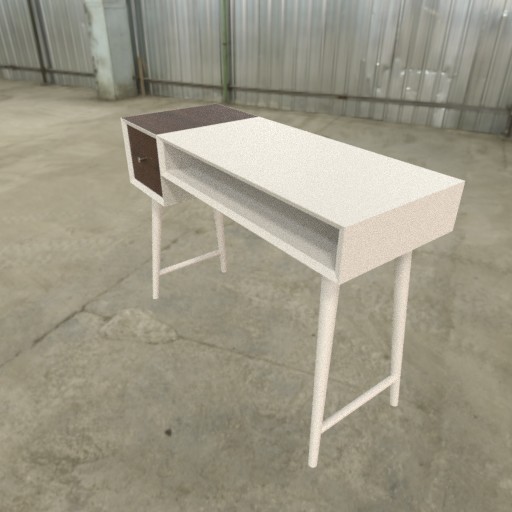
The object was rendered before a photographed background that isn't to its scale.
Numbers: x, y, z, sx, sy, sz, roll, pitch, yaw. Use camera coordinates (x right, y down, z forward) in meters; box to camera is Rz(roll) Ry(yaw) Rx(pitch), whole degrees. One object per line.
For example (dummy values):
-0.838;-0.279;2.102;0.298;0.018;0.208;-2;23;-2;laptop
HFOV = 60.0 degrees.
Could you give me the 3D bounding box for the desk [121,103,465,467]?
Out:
0.000;0.000;1.480;0.409;0.761;1.069;-21;36;-31;desk
